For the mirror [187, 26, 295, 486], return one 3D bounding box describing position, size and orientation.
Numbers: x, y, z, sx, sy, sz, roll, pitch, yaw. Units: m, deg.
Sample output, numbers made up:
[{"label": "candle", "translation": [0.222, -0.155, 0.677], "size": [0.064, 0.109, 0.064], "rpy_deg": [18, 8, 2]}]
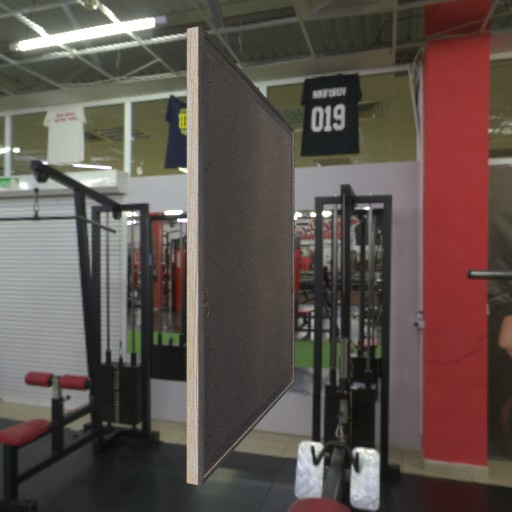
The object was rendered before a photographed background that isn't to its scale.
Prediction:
[{"label": "mirror", "translation": [0.000, 0.000, 1.201], "size": [0.032, 0.882, 0.730], "rpy_deg": [0, 0, 19]}]
